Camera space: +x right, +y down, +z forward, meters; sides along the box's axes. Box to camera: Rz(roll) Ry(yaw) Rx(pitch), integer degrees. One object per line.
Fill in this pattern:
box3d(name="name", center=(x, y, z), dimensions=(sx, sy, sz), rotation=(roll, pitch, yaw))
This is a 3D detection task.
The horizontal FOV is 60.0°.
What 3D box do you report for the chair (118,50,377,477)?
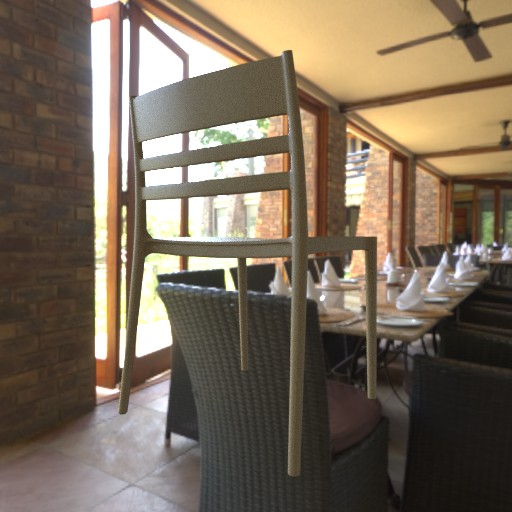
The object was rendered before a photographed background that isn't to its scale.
box3d(name="chair", center=(0.000, 0.000, 1.154), dimensions=(0.531, 0.800, 0.511), rotation=(2, 3, 36))
